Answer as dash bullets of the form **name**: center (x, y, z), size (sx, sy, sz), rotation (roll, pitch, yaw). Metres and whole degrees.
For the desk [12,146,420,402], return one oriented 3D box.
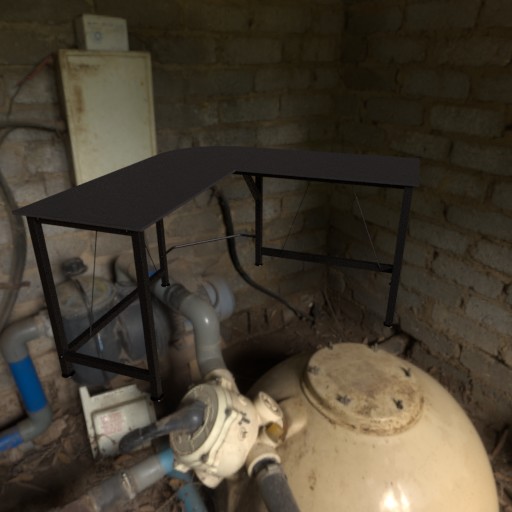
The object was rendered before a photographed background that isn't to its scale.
- **desk**: center (0.000, 0.000, 2.166), size (1.400, 0.762, 1.400), rotation (8, 26, 17)
